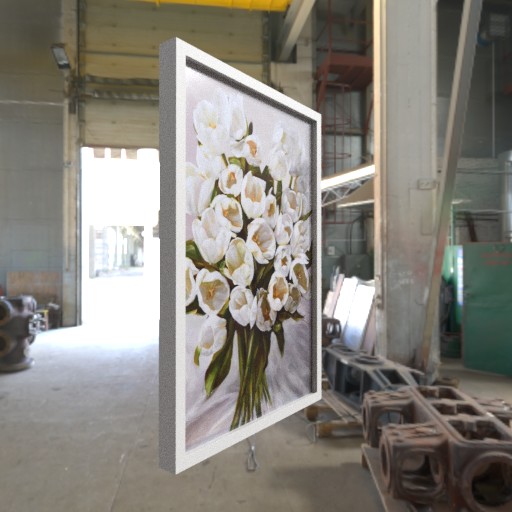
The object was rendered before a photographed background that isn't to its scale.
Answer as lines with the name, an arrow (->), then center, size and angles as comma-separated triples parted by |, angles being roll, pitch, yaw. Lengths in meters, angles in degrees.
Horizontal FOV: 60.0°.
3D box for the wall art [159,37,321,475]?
wall art -> 0.000, 0.000, 0.856 | 0.038, 0.657, 0.450 | 0, 0, 37
